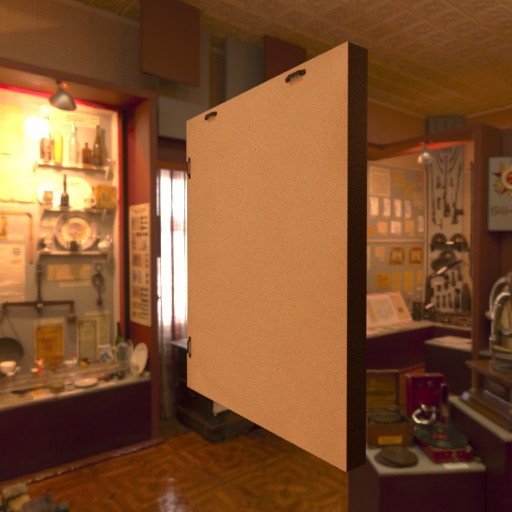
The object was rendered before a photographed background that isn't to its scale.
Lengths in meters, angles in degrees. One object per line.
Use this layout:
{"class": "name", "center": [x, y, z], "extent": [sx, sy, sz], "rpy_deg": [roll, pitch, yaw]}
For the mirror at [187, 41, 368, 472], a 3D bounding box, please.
{"class": "mirror", "center": [0.000, 0.000, 0.695], "extent": [0.041, 0.509, 0.406], "rpy_deg": [-1, 1, -36]}
